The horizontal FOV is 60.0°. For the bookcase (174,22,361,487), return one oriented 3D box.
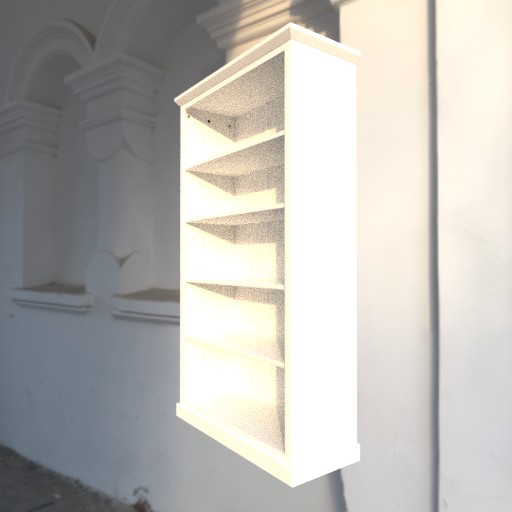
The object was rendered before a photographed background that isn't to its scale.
[{"bbox_3d":[0.000,0.000,2.333,0.432,1.880,1.050,1,-1,-37],"label":"bookcase"}]
